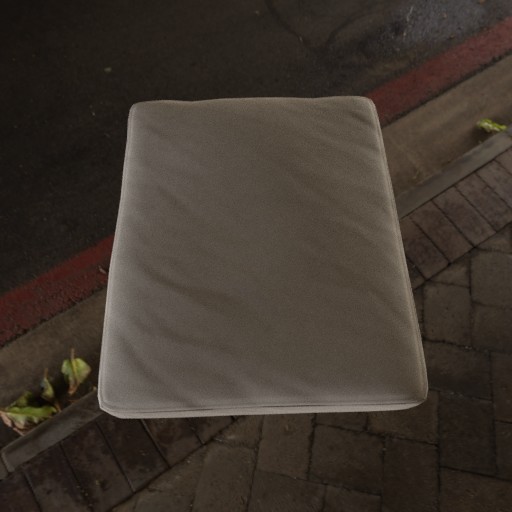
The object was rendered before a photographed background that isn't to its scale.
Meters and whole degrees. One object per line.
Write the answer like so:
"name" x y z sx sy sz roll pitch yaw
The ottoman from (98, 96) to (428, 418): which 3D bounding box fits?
"ottoman" 0.000 0.000 1.451 0.836 0.492 1.002 -2 65 -1
